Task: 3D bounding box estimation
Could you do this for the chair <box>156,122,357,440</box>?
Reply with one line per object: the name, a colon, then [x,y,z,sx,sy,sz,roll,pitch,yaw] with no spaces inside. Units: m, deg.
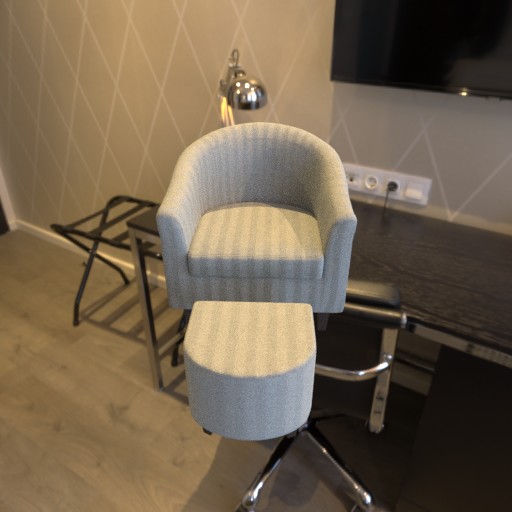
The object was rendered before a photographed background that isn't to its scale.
chair: [0.000,0.000,1.779,0.756,0.757,1.288,1,30,2]
